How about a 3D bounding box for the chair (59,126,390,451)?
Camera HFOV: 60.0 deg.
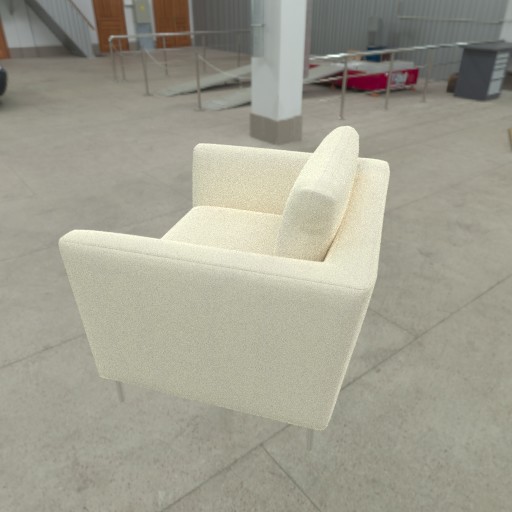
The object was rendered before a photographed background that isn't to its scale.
[{"bbox_3d":[0.000,0.000,1.693,0.889,0.865,1.041,9,31,15],"label":"chair"}]
